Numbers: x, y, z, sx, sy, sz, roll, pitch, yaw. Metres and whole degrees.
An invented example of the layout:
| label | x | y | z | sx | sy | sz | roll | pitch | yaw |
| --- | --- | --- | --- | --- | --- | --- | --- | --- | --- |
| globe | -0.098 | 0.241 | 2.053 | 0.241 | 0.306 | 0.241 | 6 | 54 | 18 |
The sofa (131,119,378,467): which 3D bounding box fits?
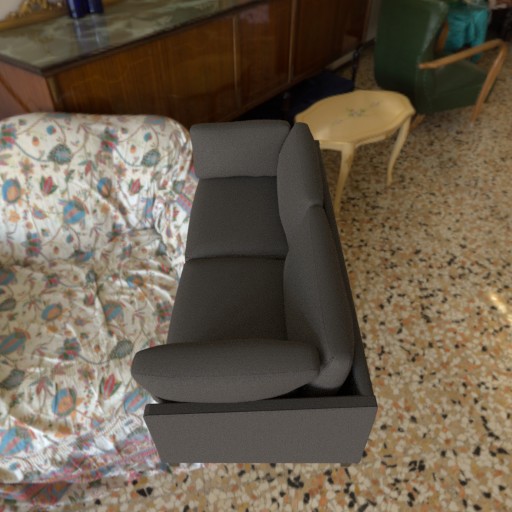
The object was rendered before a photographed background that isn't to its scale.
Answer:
| label | x | y | z | sx | sy | sz | roll | pitch | yaw |
| --- | --- | --- | --- | --- | --- | --- | --- | --- | --- |
| sofa | 0.000 | 0.000 | 2.703 | 0.969 | 0.792 | 2.312 | 0 | 42 | 0 |
